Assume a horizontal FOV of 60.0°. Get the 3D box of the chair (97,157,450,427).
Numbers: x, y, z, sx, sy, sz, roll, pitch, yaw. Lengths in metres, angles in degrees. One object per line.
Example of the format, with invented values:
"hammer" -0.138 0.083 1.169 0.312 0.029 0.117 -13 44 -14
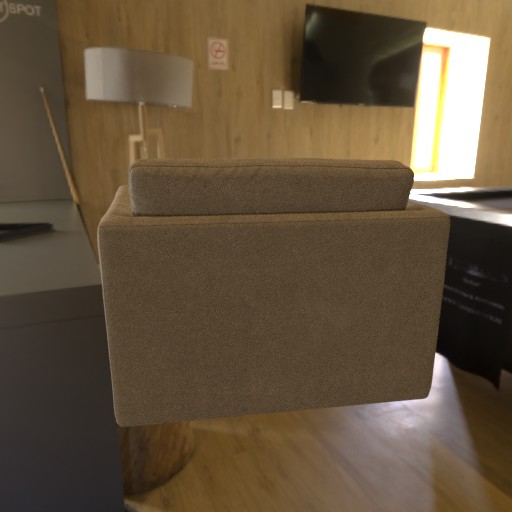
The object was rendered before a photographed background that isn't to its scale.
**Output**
"chair" 0.000 0.000 1.827 1.190 0.845 1.091 -2 15 -9
